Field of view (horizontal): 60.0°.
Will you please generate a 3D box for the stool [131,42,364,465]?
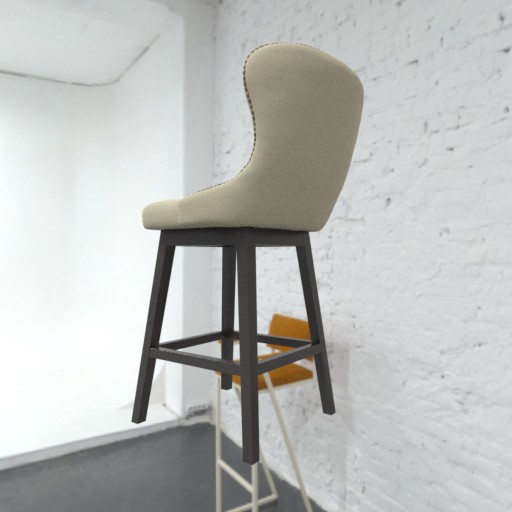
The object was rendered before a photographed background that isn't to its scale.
[{"bbox_3d":[0.000,0.000,1.288,0.593,0.971,0.528,0,0,37],"label":"stool"}]
